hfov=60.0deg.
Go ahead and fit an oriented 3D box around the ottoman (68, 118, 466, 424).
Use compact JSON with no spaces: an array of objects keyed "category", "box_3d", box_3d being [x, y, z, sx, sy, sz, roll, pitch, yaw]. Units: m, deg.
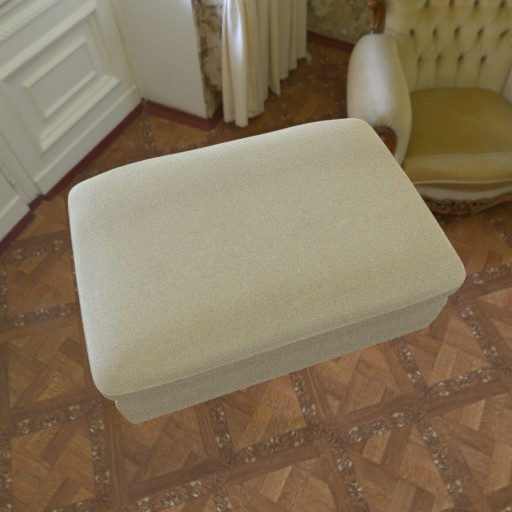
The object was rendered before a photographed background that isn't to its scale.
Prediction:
[{"category":"ottoman","box_3d":[0.000,0.000,1.353,0.984,0.453,0.686,-16,59,-10]}]
